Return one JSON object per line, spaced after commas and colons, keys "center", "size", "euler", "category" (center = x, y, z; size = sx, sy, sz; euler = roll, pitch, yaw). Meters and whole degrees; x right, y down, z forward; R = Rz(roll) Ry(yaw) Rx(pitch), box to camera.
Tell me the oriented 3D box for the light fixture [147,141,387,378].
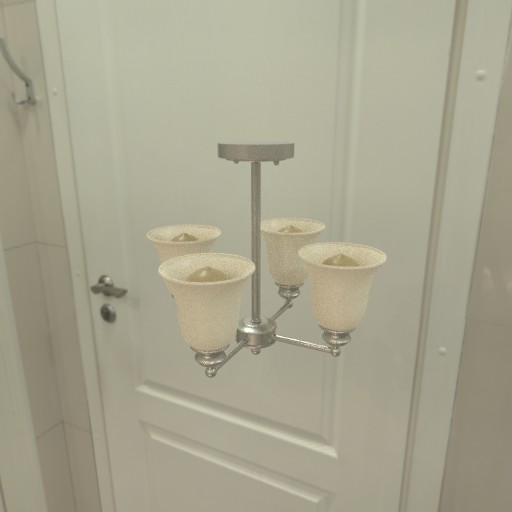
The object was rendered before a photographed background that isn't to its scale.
{"center": [0.000, 0.000, 0.747], "size": [0.427, 0.370, 0.427], "euler": [8, 19, 26], "category": "light fixture"}
